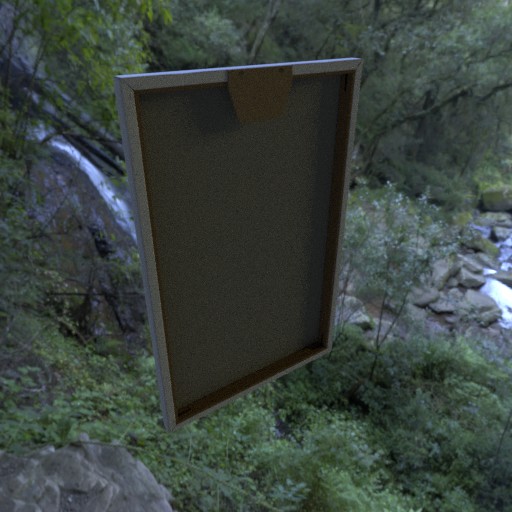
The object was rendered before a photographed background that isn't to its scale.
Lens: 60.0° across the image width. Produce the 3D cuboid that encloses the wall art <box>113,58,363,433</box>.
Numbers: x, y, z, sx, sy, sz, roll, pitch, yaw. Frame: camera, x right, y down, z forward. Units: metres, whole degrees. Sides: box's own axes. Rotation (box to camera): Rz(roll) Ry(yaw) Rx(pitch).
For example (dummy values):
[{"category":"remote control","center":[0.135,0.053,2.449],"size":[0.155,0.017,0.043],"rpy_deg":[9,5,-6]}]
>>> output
[{"category":"wall art","center":[0.000,0.000,1.156],"size":[0.602,0.916,0.048],"rpy_deg":[-18,34,-29]}]
